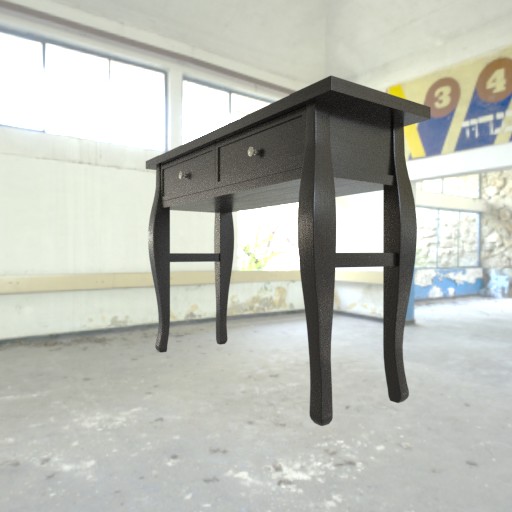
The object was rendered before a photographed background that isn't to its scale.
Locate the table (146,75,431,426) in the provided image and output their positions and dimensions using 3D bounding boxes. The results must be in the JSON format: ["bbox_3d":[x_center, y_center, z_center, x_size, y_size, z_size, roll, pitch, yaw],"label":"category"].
[{"bbox_3d":[0.000,0.000,1.475,0.373,0.768,1.062,0,0,-35],"label":"table"}]
